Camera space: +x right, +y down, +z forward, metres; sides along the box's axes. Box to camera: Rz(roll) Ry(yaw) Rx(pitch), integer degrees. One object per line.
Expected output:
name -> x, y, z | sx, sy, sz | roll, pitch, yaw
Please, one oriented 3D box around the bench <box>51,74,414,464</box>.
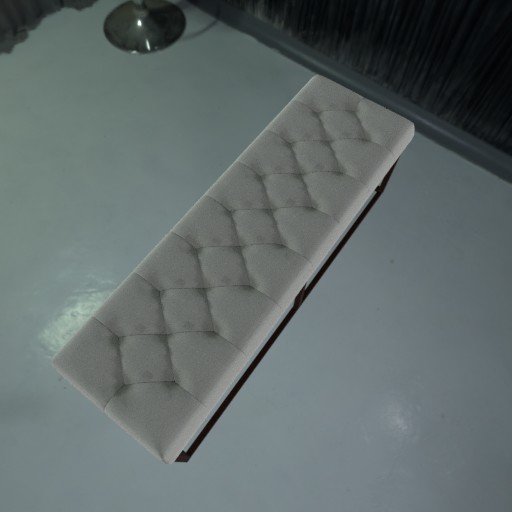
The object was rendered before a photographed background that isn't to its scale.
bench -> 0.000, 0.000, 1.712 | 0.479, 0.488, 1.488 | 34, 69, 15
